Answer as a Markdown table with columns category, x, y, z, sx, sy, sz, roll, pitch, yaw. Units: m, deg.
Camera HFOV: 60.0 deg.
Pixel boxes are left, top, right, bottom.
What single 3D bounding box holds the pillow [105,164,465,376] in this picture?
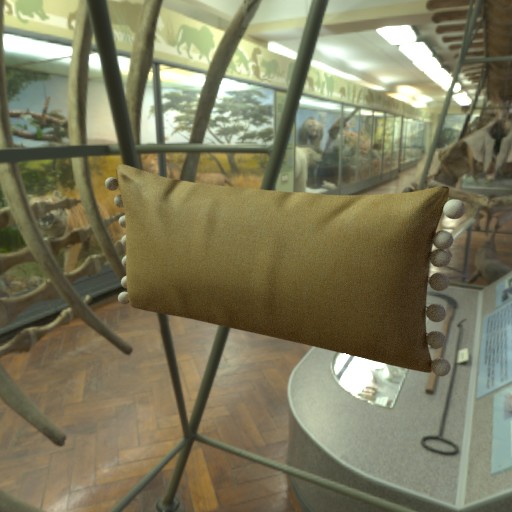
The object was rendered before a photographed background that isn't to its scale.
| category | x | y | z | sx | sy | sz | roll | pitch | yaw |
| --- | --- | --- | --- | --- | --- | --- | --- | --- | --- |
| pillow | 0.000 | 0.000 | 0.836 | 0.709 | 0.322 | 0.201 | 8 | 17 | 27 |
